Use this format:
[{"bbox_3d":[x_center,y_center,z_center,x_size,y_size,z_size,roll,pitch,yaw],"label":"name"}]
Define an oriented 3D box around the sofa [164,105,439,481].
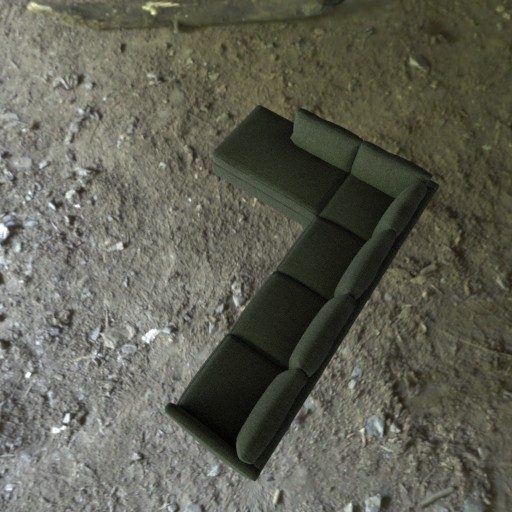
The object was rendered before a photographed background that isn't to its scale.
[{"bbox_3d":[0.000,0.000,3.865,2.007,0.815,2.949,32,68,15],"label":"sofa"}]
